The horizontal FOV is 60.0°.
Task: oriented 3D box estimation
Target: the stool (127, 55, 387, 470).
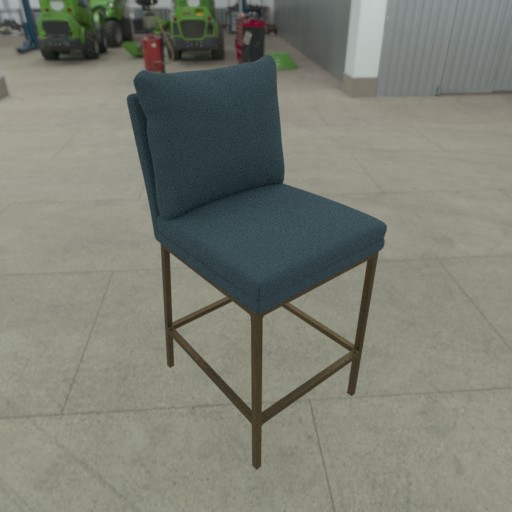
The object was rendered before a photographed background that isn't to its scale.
[{"bbox_3d":[0.000,0.000,1.318,0.463,1.032,0.568,-23,38,-33],"label":"stool"}]
